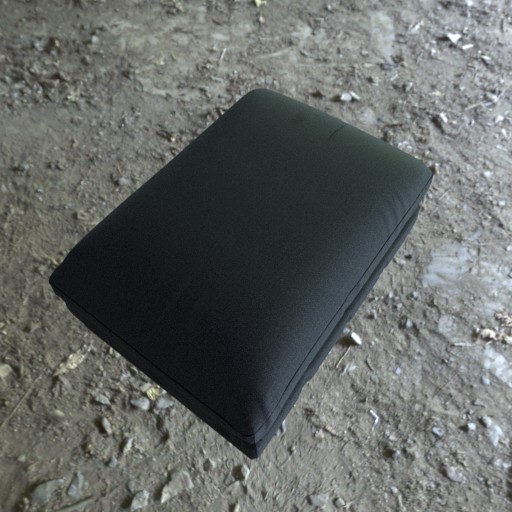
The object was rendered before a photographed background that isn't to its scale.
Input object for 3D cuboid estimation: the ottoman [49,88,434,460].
[{"bbox_3d":[0.000,0.000,1.119,0.558,0.486,0.767,32,63,18],"label":"ottoman"}]
